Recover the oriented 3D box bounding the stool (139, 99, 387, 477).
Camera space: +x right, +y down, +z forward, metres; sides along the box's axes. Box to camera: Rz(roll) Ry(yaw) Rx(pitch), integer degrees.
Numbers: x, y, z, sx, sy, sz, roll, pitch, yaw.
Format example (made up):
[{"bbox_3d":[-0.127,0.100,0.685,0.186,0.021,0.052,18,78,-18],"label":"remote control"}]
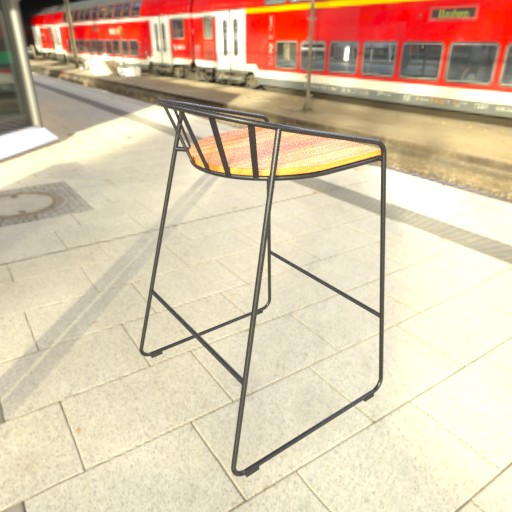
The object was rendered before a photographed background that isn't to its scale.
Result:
[{"bbox_3d":[0.000,0.000,1.177,0.521,0.812,0.546,-18,32,-32],"label":"stool"}]
